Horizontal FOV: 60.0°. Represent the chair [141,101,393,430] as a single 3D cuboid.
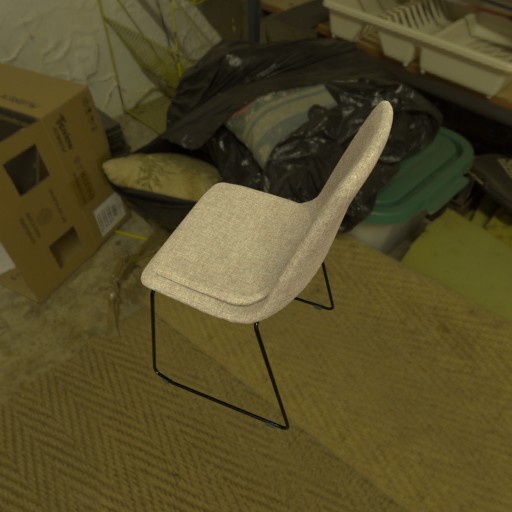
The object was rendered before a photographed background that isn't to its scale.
[{"bbox_3d":[0.000,0.000,1.170,0.518,0.858,0.479,17,48,16],"label":"chair"}]
